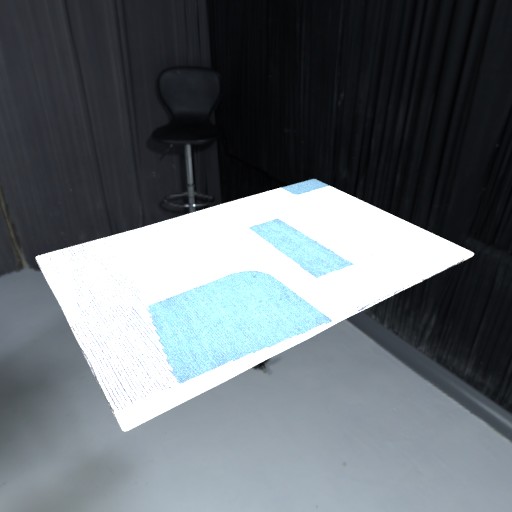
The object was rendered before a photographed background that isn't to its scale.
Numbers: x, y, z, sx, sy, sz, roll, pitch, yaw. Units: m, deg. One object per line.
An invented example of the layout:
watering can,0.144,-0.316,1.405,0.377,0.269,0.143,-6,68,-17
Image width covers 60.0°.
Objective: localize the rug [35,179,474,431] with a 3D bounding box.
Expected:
rug,0.000,0.000,2.241,1.847,0.020,1.238,-20,37,-29
